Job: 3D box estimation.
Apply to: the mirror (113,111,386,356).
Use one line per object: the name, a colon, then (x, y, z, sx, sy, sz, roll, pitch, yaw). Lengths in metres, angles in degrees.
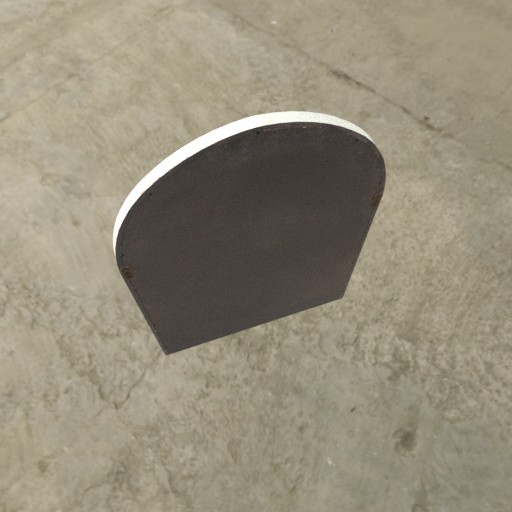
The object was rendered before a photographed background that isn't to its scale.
mirror: (0.000, 0.000, 1.174, 0.660, 0.920, 0.032, -17, 61, -10)
